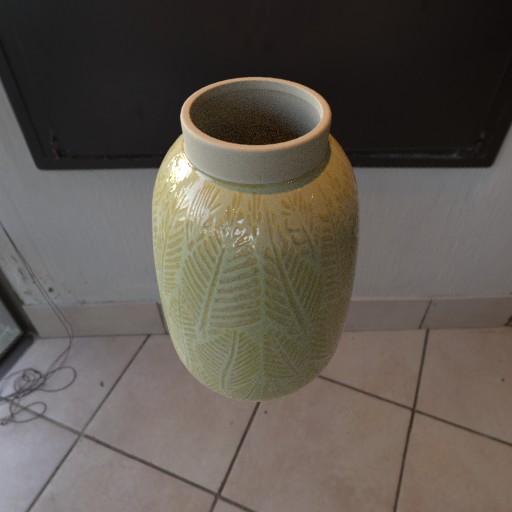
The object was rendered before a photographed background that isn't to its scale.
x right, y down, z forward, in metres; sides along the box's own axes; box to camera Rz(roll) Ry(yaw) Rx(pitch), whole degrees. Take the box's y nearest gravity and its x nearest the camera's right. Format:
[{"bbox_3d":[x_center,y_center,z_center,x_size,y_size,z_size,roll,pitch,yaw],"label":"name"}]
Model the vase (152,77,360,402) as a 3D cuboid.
[{"bbox_3d":[0.000,0.000,0.380,0.172,0.270,0.172,0,46,0],"label":"vase"}]
